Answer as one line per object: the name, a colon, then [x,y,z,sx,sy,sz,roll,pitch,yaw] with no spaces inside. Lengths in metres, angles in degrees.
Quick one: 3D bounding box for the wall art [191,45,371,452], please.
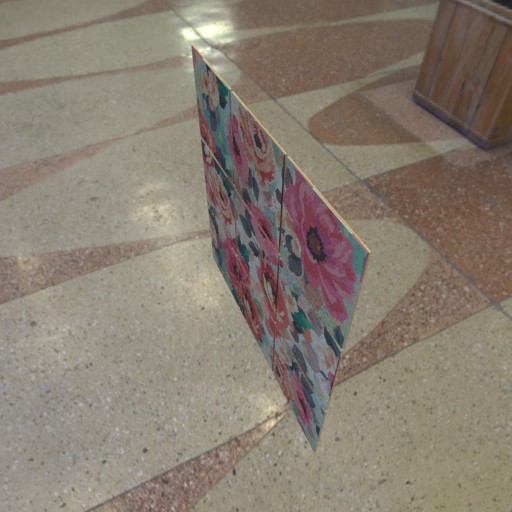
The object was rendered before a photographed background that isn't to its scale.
wall art: [0.000,0.000,2.237,0.013,1.519,1.521,-18,50,-16]
